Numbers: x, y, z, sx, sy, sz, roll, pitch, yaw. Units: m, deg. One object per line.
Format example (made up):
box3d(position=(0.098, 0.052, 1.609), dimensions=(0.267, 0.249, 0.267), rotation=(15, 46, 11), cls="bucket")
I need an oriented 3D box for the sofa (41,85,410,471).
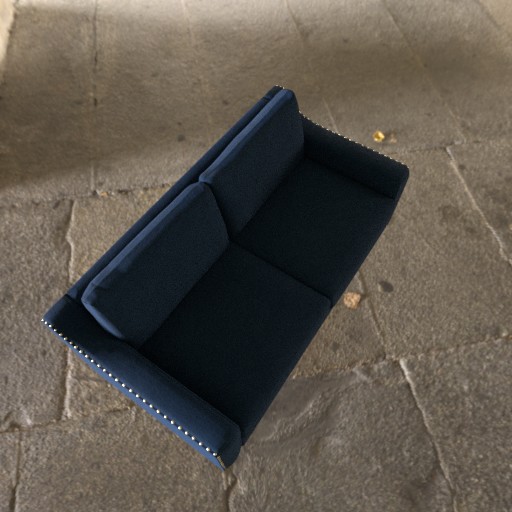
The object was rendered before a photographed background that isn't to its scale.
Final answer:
box3d(position=(0.000, 0.000, 2.711), dimensions=(1.104, 0.983, 2.107), rotation=(30, 63, 17), cls="sofa")
